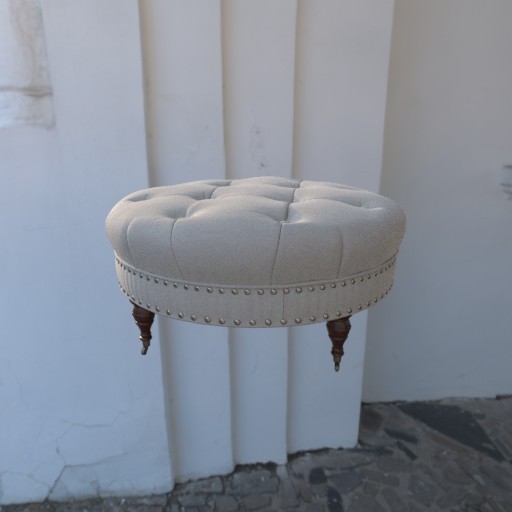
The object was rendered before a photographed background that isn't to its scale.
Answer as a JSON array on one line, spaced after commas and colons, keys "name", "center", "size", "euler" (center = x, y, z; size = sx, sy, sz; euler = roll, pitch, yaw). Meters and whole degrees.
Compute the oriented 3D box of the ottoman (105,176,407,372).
[{"name": "ottoman", "center": [0.000, 0.000, 1.411], "size": [0.901, 0.439, 0.901], "euler": [0, 17, 0]}]
